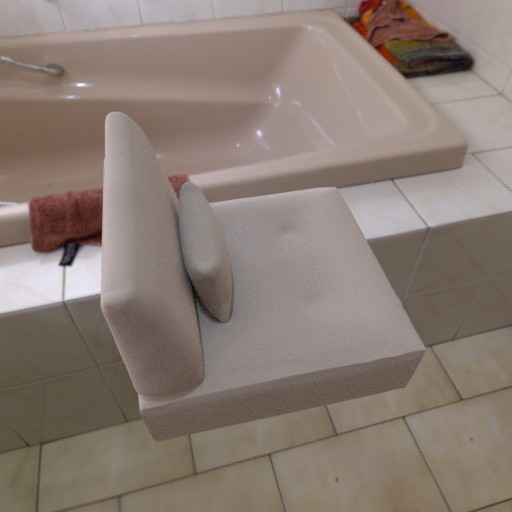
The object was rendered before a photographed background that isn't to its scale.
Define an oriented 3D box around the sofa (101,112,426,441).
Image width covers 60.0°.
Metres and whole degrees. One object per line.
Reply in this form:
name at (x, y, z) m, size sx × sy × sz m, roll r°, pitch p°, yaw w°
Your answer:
sofa at (0.000, 0.000, 1.681) m, size 1.000 × 0.828 × 0.935 m, roll -9°, pitch 48°, yaw -8°
